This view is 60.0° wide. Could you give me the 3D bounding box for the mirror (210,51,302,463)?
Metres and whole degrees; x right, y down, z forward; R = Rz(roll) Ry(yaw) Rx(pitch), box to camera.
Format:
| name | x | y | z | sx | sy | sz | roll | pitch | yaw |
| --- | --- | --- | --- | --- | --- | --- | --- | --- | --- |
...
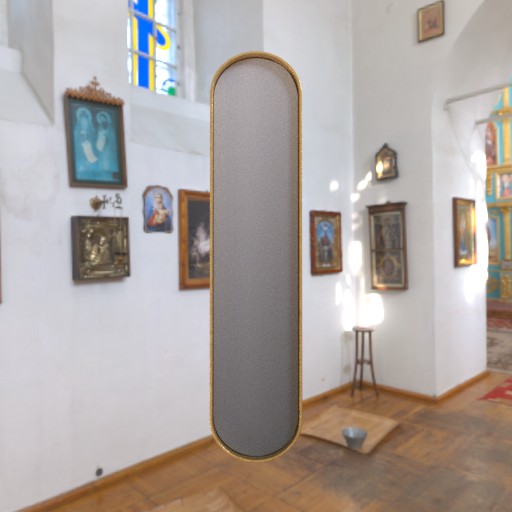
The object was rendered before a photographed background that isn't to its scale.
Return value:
| name | x | y | z | sx | sy | sz | roll | pitch | yaw |
| --- | --- | --- | --- | --- | --- | --- | --- | --- | --- |
| mirror | 0.000 | 0.000 | 1.082 | 0.222 | 0.991 | 0.032 | 0 | -1 | 0 |
